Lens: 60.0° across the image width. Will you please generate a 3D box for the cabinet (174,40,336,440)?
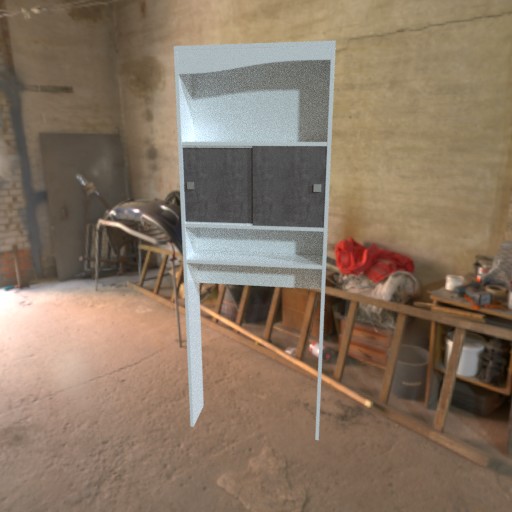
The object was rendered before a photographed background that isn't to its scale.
[{"bbox_3d":[0.000,0.000,2.049,0.643,1.770,0.192,2,15,9],"label":"cabinet"}]
